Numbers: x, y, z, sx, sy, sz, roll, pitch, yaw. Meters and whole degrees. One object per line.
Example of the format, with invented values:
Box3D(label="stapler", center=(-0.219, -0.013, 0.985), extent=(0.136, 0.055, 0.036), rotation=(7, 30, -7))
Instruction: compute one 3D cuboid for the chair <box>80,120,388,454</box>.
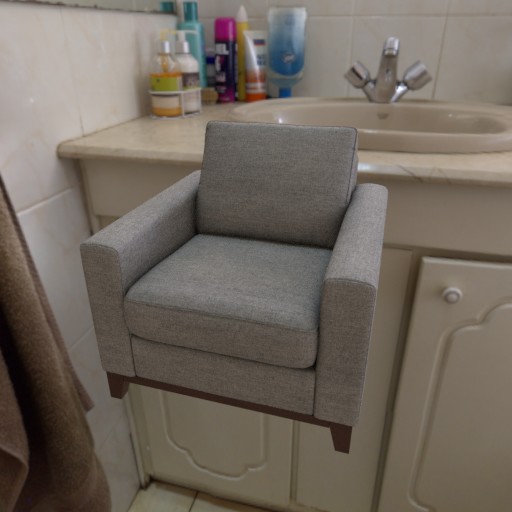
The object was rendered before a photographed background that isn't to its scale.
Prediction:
Box3D(label="chair", center=(0.000, 0.000, 1.906), extent=(1.024, 1.010, 1.038), rotation=(8, 27, 15))
